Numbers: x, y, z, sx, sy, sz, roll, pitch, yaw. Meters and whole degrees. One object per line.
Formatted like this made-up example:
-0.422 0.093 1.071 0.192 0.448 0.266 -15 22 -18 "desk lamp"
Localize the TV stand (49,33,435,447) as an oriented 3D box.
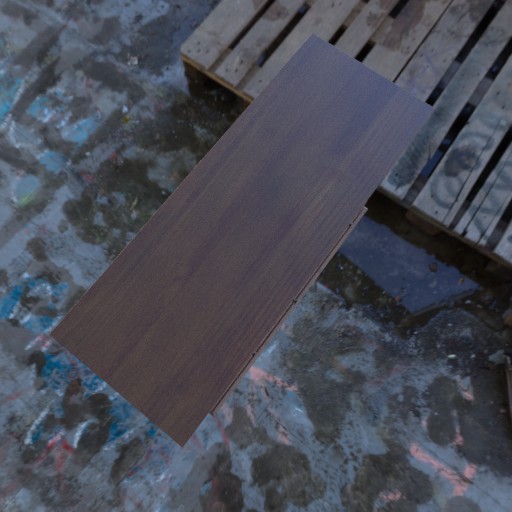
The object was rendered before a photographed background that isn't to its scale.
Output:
0.000 0.000 1.510 0.406 0.813 1.067 36 78 9 "TV stand"
